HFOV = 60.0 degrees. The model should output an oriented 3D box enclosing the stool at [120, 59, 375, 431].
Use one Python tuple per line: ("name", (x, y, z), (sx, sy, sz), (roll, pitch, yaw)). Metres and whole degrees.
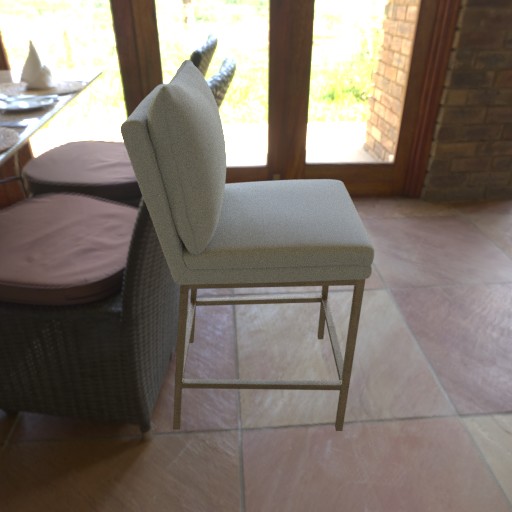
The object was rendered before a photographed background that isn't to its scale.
("stool", (0.000, 0.000, 1.316), (0.572, 1.032, 0.463), (0, 31, -1))
